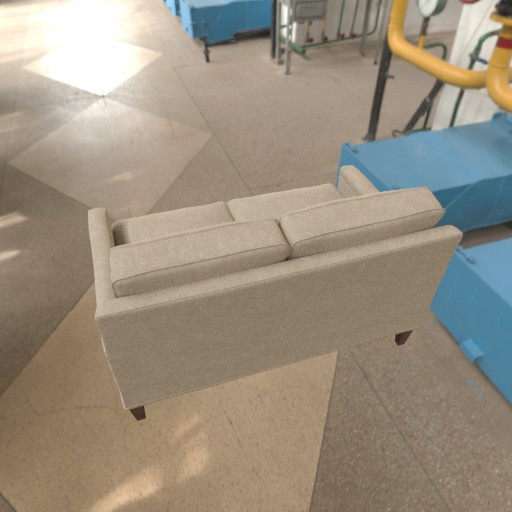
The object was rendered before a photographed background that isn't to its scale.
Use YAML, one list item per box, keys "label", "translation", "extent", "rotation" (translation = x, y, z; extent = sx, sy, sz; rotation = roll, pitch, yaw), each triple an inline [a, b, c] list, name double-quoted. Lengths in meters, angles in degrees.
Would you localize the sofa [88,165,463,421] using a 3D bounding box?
- label: "sofa"
  translation: [0.000, 0.000, 2.293]
  extent: [1.597, 1.002, 1.084]
  rotation: [-12, 42, -14]
